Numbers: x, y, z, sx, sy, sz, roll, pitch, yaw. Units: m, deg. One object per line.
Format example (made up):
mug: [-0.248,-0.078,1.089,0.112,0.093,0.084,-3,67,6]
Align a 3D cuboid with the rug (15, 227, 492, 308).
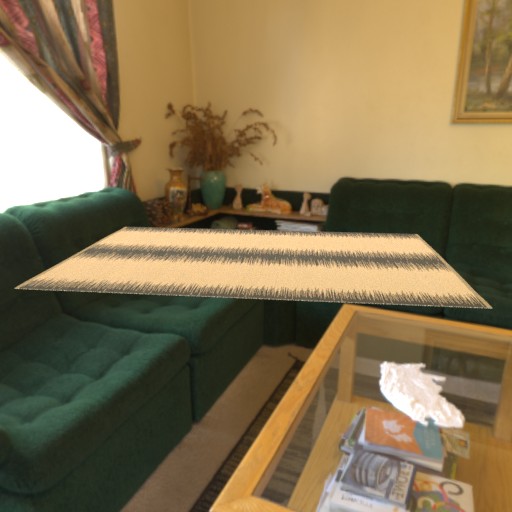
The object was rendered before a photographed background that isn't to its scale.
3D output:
rug: [0.000,0.000,2.969,2.453,0.003,1.519,2,16,6]
